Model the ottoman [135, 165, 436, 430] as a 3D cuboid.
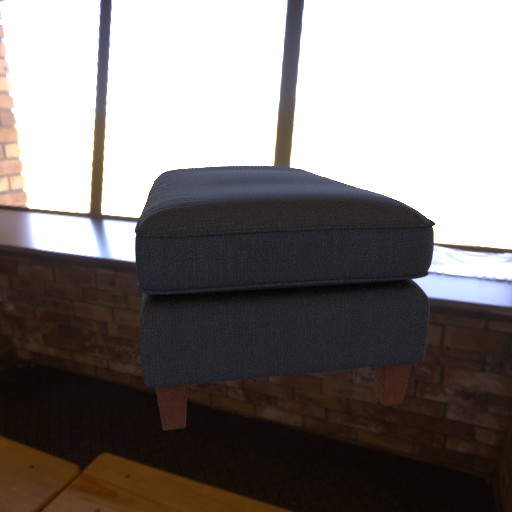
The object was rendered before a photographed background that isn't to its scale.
[{"bbox_3d":[0.000,0.000,1.199,0.570,0.438,0.885,-3,16,-10],"label":"ottoman"}]
